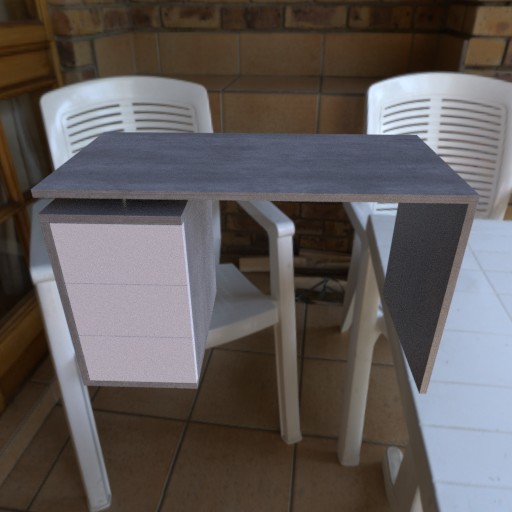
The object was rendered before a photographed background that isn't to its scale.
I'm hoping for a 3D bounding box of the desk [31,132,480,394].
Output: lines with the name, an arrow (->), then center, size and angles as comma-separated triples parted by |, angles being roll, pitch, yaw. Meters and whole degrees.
desk -> 0.000, 0.000, 1.626 | 1.200, 0.740, 0.600 | 1, 30, 2
